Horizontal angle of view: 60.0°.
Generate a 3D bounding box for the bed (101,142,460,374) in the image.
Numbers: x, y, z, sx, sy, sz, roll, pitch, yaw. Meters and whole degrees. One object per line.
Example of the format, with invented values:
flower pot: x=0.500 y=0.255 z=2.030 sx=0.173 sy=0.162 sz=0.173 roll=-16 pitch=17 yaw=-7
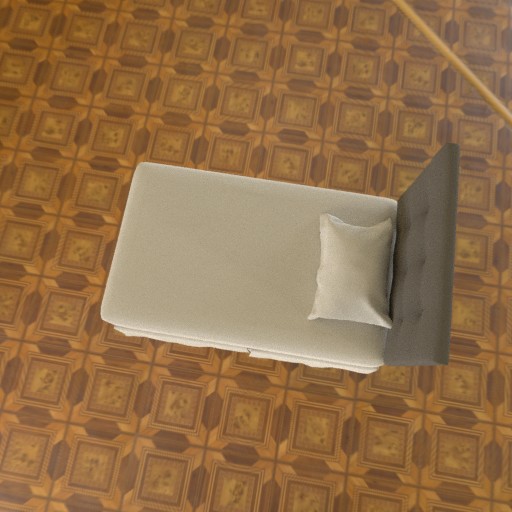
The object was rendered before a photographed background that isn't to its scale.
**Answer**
bed: x=0.000 y=0.000 z=2.944 sx=1.997 sy=1.571 sz=1.261 roll=9 pitch=76 yaw=2
